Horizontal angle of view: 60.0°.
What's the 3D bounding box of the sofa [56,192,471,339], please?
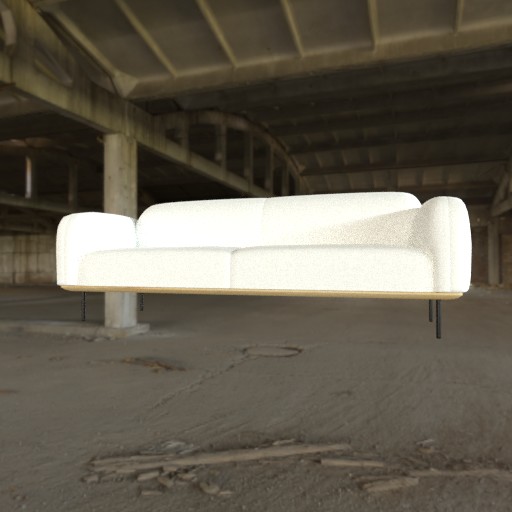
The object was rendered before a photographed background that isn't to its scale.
[{"bbox_3d":[0.000,0.000,2.649,2.280,0.780,0.870,0,-1,19],"label":"sofa"}]
